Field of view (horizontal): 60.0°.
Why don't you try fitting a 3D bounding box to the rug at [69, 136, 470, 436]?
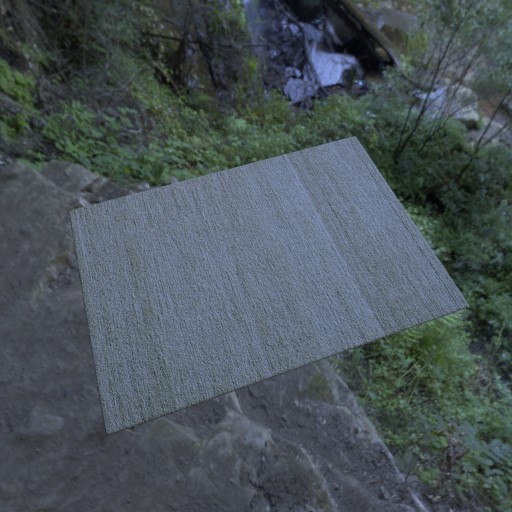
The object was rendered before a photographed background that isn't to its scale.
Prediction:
[{"bbox_3d":[0.000,0.000,5.141,3.935,0.025,2.782,-17,59,-10],"label":"rug"}]
